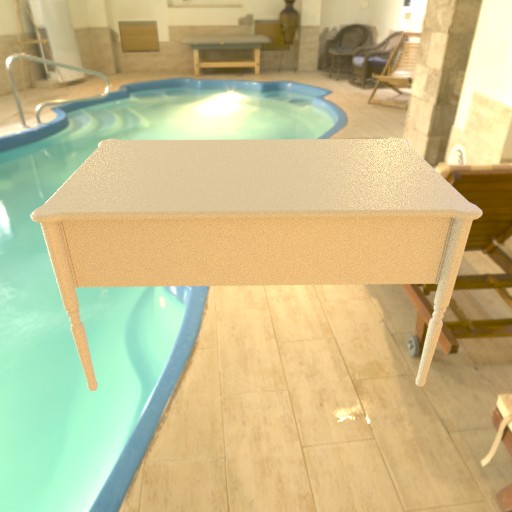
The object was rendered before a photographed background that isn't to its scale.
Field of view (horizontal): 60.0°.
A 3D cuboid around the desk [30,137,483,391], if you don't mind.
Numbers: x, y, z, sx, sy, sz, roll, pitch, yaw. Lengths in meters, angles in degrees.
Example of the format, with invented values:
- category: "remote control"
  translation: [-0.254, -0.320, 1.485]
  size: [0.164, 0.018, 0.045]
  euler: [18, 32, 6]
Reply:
- category: "desk"
  translation: [0.000, 0.000, 1.847]
  size: [1.380, 0.762, 0.807]
  euler: [-1, 31, -1]
